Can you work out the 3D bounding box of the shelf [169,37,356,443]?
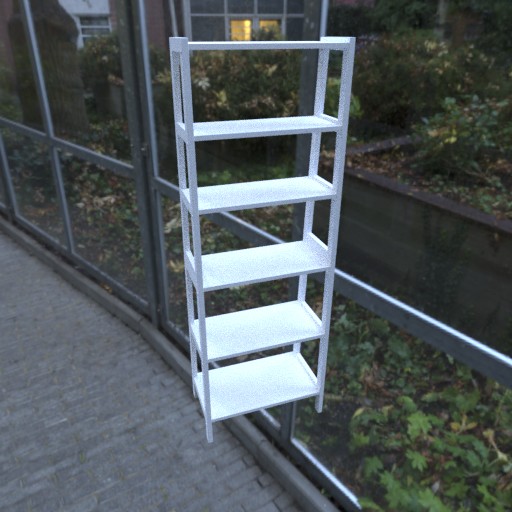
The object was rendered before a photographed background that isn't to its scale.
[{"bbox_3d":[0.000,0.000,2.137,0.660,1.892,0.381,-9,28,-17],"label":"shelf"}]
